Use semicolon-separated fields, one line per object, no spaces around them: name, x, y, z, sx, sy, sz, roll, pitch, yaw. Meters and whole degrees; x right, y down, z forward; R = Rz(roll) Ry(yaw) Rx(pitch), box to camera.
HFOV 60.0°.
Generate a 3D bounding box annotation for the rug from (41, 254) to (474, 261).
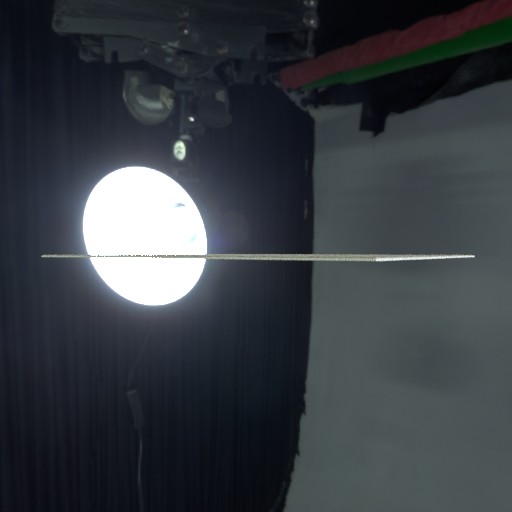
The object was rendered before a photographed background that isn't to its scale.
rug;0.000;0.000;2.778;2.202;0.014;1.598;0;1;37
